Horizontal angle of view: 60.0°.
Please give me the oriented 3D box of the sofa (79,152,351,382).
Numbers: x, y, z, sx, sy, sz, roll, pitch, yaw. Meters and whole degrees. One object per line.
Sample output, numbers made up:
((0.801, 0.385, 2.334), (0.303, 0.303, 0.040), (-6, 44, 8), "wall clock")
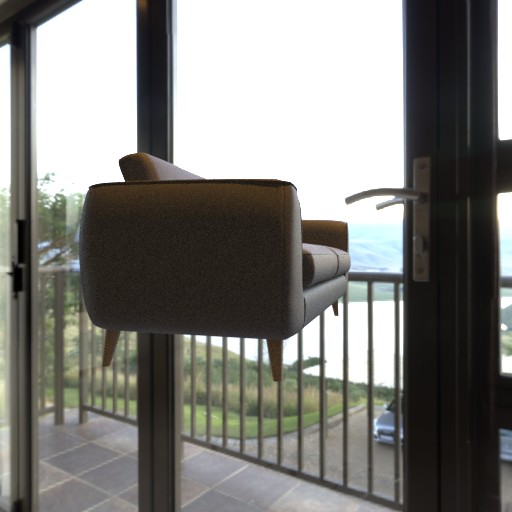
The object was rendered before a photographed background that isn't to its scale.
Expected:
((0.000, 0.000, 2.521), (0.920, 0.870, 2.000), (0, 0, 17), "sofa")
